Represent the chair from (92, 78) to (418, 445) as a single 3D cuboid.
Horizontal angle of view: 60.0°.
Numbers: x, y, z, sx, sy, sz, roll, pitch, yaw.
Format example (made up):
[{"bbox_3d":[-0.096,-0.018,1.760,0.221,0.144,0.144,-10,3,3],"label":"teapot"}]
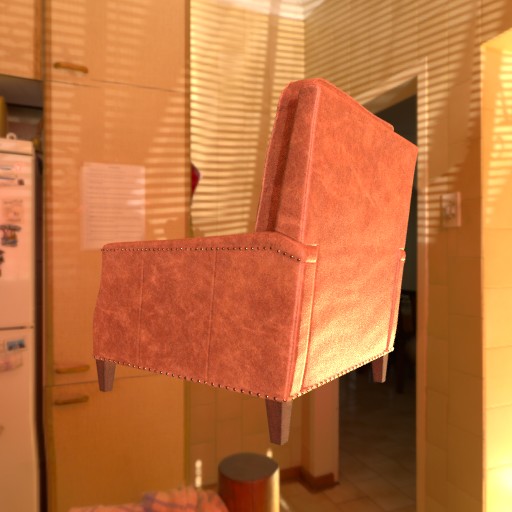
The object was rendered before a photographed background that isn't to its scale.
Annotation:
[{"bbox_3d":[0.000,0.000,1.777,1.035,1.054,0.854,0,0,37],"label":"chair"}]
